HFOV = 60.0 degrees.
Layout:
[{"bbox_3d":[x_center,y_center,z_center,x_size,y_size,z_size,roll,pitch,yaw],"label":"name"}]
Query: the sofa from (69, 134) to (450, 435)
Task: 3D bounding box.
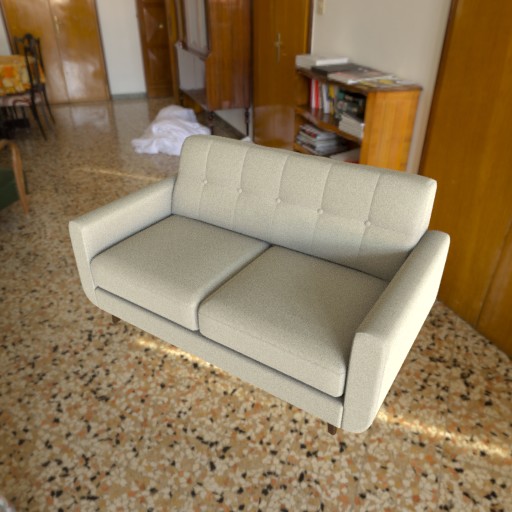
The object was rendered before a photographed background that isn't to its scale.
[{"bbox_3d":[0.000,0.000,2.253,1.655,0.892,0.980,19,36,28],"label":"sofa"}]
